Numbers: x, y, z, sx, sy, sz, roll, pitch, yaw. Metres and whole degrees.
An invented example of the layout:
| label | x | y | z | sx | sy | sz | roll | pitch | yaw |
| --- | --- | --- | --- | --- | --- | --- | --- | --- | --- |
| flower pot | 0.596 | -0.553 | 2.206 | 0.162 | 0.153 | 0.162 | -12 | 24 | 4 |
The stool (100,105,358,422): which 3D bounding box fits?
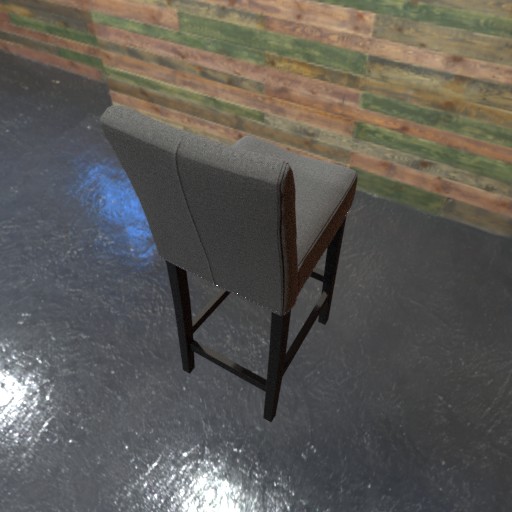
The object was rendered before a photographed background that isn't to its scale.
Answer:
| label | x | y | z | sx | sy | sz | roll | pitch | yaw |
| --- | --- | --- | --- | --- | --- | --- | --- | --- | --- |
| stool | 0.000 | 0.000 | 1.301 | 0.411 | 1.047 | 0.548 | 24 | 51 | 21 |
